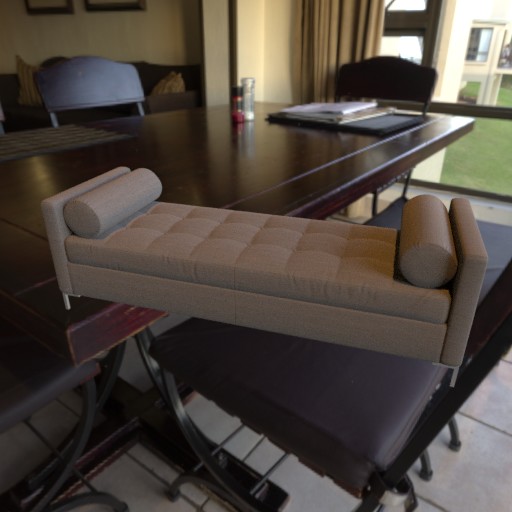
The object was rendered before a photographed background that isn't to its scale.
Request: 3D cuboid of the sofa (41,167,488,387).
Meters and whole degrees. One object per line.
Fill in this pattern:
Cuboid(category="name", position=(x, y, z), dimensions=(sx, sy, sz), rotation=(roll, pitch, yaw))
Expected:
Cuboid(category="sofa", position=(0.000, 0.000, 2.283), dimensions=(1.981, 0.635, 0.686), rotation=(8, 27, 16))
